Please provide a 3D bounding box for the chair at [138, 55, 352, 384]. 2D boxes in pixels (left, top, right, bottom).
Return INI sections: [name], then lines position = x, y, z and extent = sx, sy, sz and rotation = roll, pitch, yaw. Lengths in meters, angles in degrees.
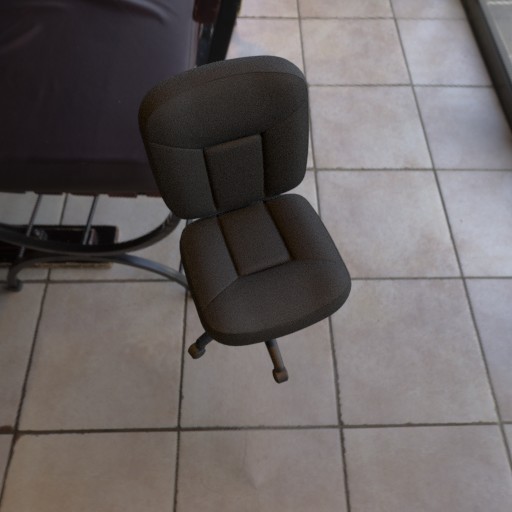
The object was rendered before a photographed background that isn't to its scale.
[chair]
position = 0.000, 0.000, 1.371
extent = 0.610, 0.972, 0.610
rotation = -18, 64, -9
